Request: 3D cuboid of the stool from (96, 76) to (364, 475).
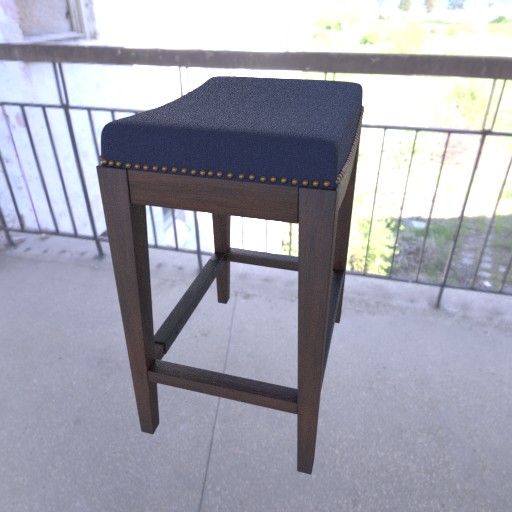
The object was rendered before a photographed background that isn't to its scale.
[{"bbox_3d":[0.000,0.000,0.935,0.361,0.642,0.500,8,32,13],"label":"stool"}]
